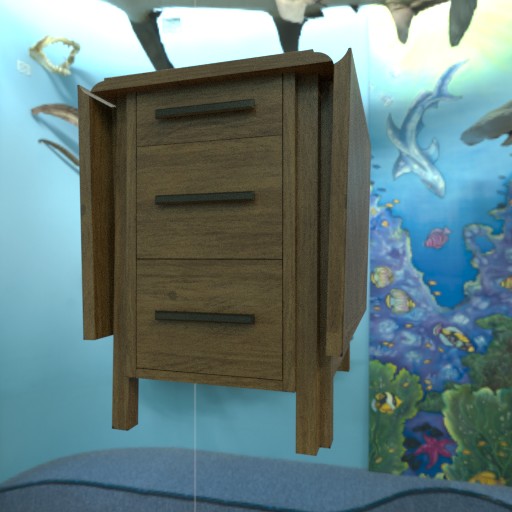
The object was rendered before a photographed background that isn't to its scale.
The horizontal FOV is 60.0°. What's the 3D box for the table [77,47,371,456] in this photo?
[{"bbox_3d":[0.000,0.000,1.240,0.591,0.763,0.746,0,0,17],"label":"table"}]
